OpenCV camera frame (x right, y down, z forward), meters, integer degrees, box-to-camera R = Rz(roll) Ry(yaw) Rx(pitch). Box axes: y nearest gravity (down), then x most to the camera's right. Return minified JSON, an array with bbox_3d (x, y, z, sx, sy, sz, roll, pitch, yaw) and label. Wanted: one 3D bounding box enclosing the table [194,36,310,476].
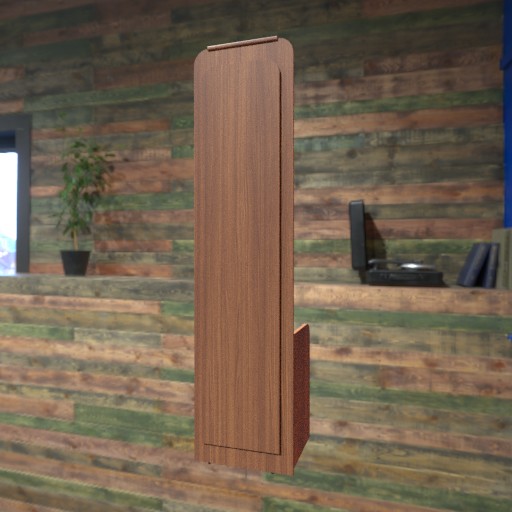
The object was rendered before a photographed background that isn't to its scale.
[{"bbox_3d":[0.000,0.000,2.083,0.450,1.830,0.420,0,0,18],"label":"table"}]
